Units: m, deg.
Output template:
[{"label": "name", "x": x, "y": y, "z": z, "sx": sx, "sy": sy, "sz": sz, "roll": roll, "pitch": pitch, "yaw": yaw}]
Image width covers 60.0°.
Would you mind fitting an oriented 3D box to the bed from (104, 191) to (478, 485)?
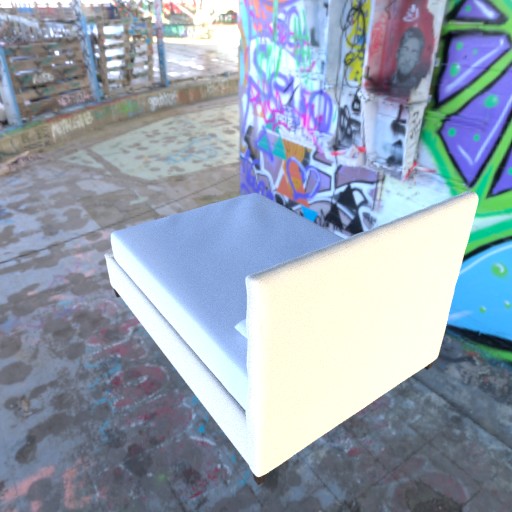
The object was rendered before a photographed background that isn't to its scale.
[{"label": "bed", "x": 0.000, "y": 0.000, "z": 3.444, "sx": 1.698, "sy": 1.427, "sz": 2.387, "roll": -20, "pitch": 36, "yaw": -30}]
